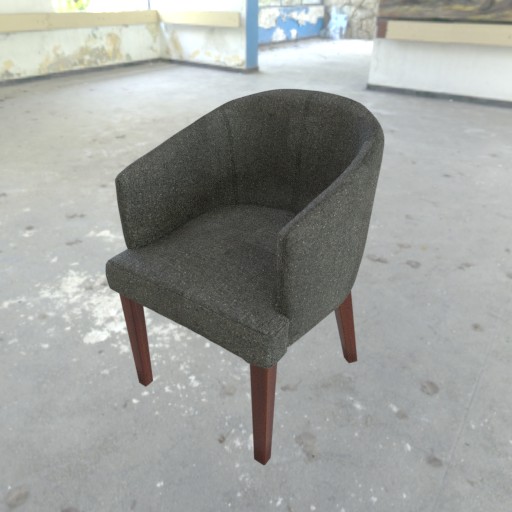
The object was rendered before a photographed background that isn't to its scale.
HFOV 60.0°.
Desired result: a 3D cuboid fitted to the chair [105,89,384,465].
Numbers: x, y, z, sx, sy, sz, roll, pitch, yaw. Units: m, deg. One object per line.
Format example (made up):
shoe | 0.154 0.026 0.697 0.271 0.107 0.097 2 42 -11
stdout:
chair | 0.000 0.000 1.268 0.583 0.811 0.655 20 37 30
